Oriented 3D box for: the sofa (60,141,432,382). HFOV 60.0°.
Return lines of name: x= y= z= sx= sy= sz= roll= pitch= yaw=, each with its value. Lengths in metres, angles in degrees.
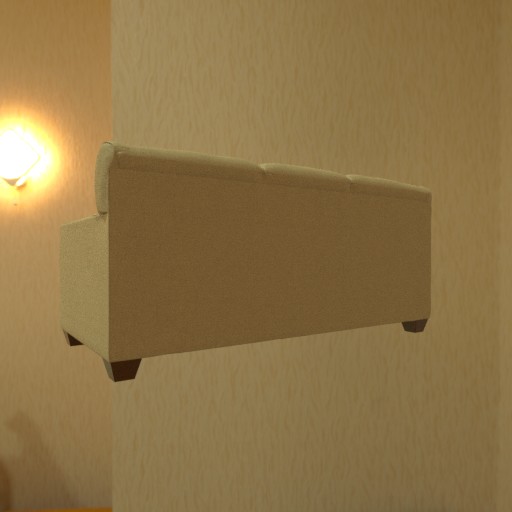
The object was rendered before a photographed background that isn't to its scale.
sofa: x=0.000 y=0.000 z=2.613 sx=2.024 sy=0.958 sz=0.997 roll=0 pitch=1 yaw=-34
